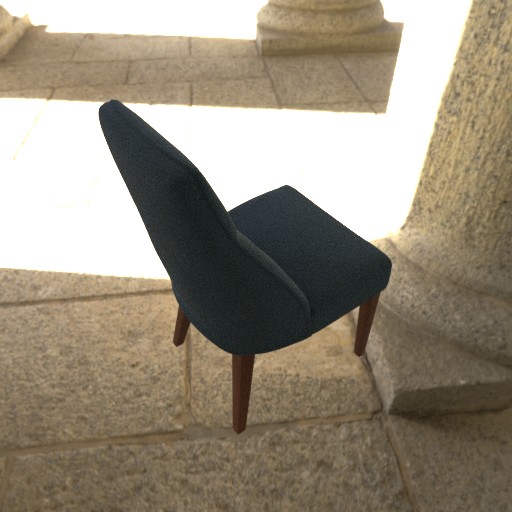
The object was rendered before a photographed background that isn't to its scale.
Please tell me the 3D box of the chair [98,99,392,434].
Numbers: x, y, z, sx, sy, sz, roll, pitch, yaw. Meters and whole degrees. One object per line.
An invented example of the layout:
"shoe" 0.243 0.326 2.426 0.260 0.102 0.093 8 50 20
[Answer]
"chair" 0.000 0.000 1.257 0.620 0.930 0.500 -26 48 -25
